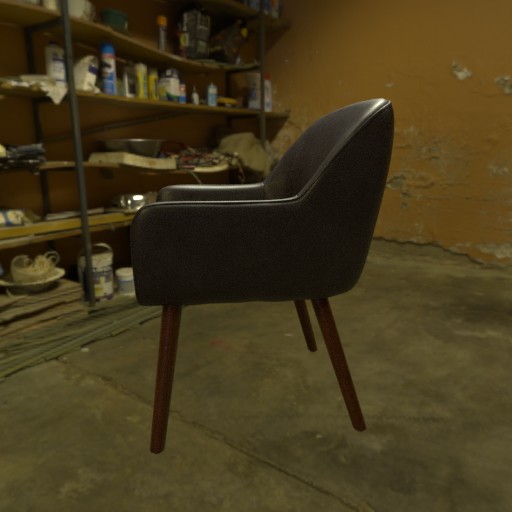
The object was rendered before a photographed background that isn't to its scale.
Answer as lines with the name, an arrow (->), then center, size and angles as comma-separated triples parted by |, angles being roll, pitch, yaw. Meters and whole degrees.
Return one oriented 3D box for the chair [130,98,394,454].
chair -> 0.000, 0.000, 1.260 | 0.610, 0.828, 0.610 | -2, 13, -7
